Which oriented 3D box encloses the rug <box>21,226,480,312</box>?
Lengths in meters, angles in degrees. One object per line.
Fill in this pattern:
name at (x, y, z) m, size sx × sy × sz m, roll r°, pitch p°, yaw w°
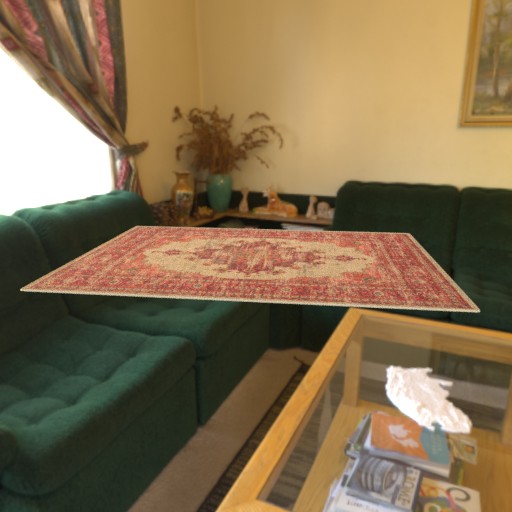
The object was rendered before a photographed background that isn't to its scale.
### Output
rug at (0.000, 0.000, 2.861) m, size 2.232 × 0.011 × 1.555 m, roll 2°, pitch 16°, yaw 7°
